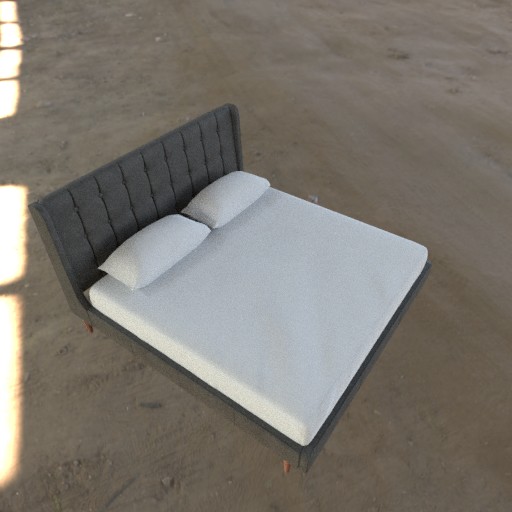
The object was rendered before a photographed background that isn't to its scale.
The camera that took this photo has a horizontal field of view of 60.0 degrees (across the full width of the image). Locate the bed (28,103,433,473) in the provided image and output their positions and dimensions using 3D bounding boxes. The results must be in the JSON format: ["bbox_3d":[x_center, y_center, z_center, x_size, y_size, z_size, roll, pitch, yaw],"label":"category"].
[{"bbox_3d":[0.000,0.000,2.546,1.638,0.933,1.531,25,47,26],"label":"bed"}]
